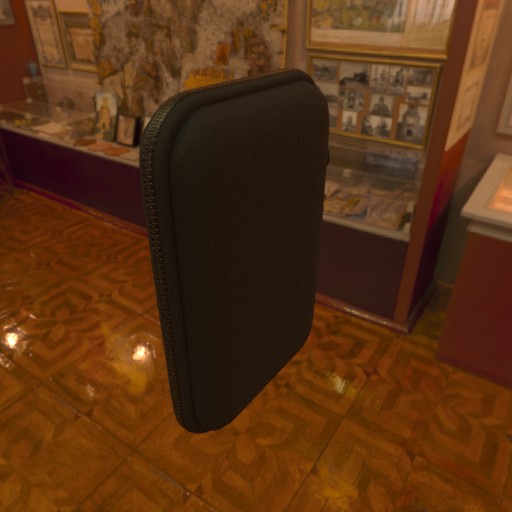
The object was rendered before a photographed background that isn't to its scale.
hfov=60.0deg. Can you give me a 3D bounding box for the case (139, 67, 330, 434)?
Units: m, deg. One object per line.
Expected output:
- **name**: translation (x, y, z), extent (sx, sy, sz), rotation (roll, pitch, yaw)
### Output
- **case**: translation (0.000, 0.000, 0.193), extent (0.030, 0.147, 0.107), rotation (21, 37, 31)
